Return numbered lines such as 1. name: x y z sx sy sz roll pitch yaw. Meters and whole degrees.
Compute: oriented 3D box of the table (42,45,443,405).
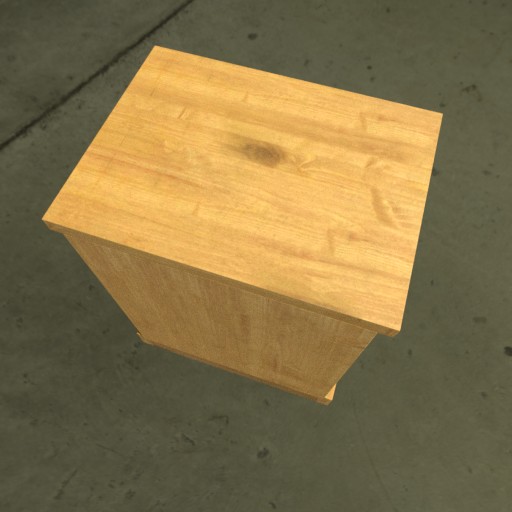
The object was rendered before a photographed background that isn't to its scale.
1. table: 0.000 0.000 1.232 0.660 0.813 0.500 17 64 8
